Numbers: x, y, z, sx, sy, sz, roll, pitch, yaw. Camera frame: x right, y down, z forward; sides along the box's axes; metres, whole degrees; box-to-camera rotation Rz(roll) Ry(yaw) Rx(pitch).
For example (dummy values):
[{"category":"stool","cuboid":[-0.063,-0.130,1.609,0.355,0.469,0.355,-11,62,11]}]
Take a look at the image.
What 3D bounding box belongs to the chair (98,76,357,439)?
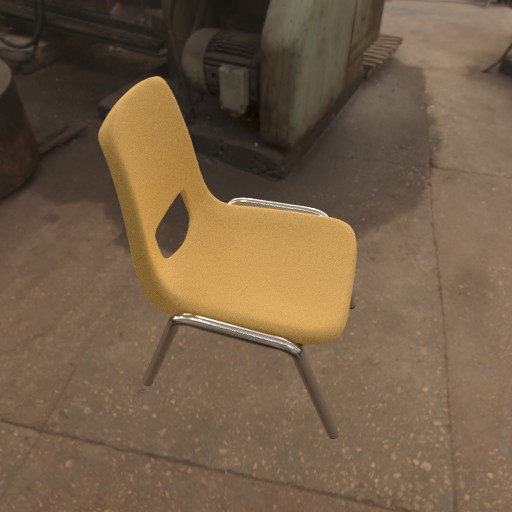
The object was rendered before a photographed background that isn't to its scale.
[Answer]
[{"category":"chair","cuboid":[0.000,0.000,0.822,0.423,0.586,0.354,11,46,10]}]
